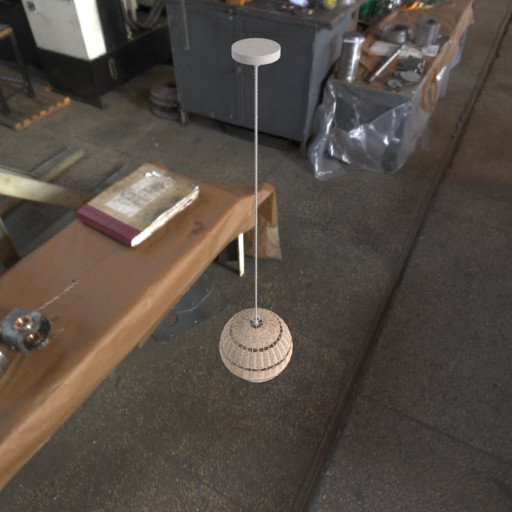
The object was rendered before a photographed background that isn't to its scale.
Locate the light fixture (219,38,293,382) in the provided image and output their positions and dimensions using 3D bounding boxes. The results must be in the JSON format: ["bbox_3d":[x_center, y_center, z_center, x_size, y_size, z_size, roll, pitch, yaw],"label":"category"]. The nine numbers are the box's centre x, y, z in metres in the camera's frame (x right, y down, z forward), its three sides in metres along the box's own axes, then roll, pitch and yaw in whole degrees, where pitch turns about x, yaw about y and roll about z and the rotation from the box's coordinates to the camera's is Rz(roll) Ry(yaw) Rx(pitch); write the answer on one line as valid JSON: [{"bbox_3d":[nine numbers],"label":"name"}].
[{"bbox_3d":[0.000,0.000,2.229,0.457,2.019,0.457,-3,45,-4],"label":"light fixture"}]
